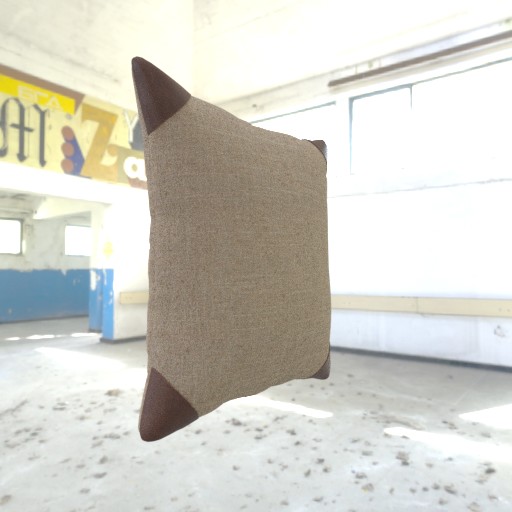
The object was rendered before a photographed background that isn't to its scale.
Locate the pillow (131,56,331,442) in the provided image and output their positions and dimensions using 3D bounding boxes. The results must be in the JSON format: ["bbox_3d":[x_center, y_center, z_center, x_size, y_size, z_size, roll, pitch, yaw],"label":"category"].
[{"bbox_3d":[0.000,0.000,0.663,0.147,0.448,0.437,-1,-2,37],"label":"pillow"}]
